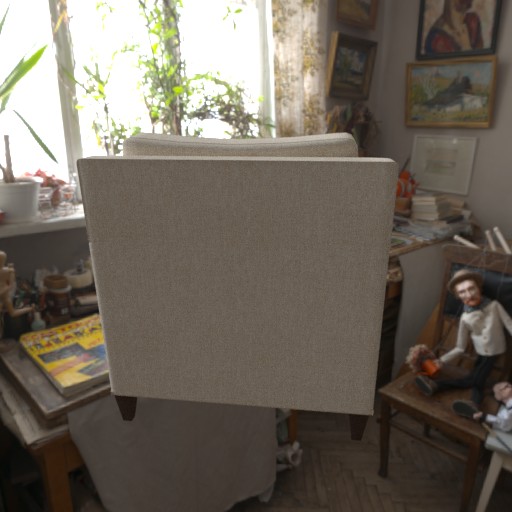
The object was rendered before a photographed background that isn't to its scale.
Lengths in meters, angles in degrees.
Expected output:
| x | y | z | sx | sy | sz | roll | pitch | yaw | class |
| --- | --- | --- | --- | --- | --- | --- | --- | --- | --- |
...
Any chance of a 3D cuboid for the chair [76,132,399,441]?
| x | y | z | sx | sy | sz | roll | pitch | yaw | class |
| --- | --- | --- | --- | --- | --- | --- | --- | --- | --- |
| 0.000 | 0.000 | 1.728 | 0.838 | 0.940 | 1.041 | 2 | 17 | 7 | chair |
